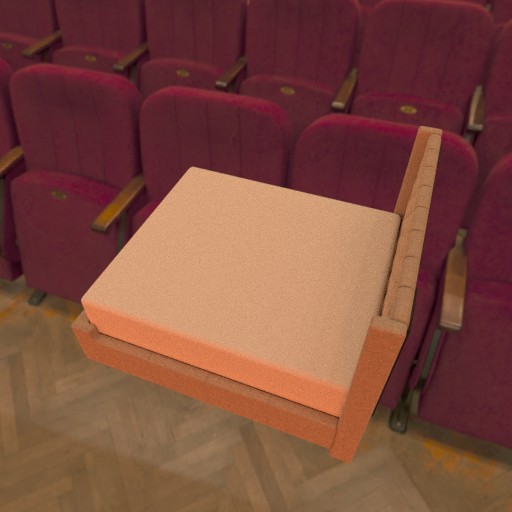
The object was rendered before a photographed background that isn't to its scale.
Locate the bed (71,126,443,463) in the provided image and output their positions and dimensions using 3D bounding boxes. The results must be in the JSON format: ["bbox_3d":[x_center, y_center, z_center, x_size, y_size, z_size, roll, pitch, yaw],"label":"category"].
[{"bbox_3d":[0.000,0.000,3.692,2.370,1.743,2.045,15,48,14],"label":"bed"}]
